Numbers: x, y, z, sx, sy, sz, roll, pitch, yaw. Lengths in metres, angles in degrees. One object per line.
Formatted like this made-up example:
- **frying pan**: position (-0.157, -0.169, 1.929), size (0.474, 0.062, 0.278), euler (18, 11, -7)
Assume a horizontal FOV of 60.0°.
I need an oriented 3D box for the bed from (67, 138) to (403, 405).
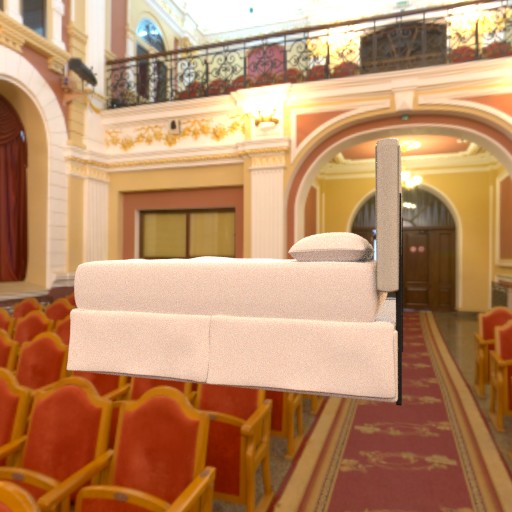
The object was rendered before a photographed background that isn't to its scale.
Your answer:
- **bed**: position (0.000, 0.000, 3.475), size (2.180, 1.607, 1.813), euler (0, 0, 19)
